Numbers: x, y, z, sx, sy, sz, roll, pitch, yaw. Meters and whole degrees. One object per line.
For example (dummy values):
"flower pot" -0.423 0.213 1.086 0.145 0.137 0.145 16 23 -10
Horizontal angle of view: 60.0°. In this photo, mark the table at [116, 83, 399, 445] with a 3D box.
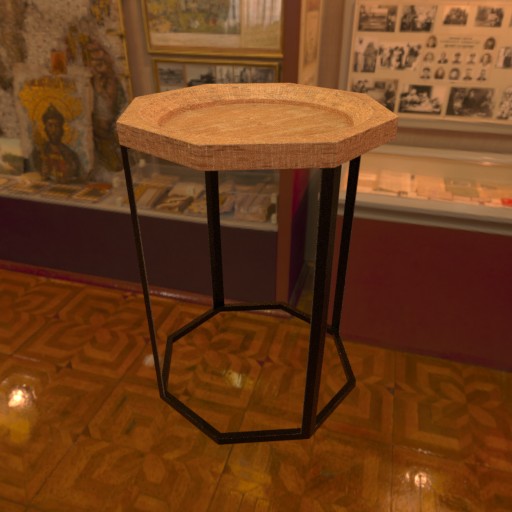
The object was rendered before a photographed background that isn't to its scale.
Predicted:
"table" 0.000 0.000 0.844 0.437 0.553 0.437 10 32 16
